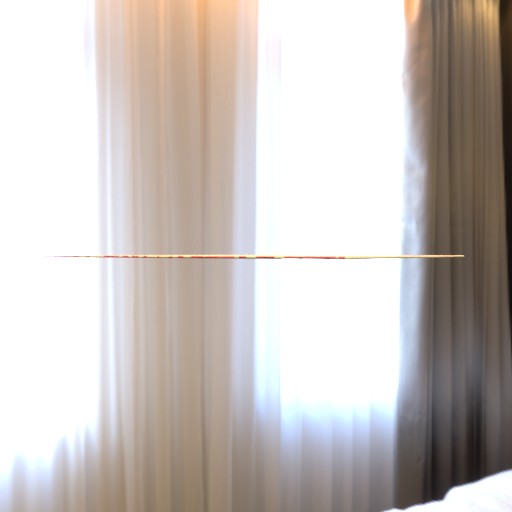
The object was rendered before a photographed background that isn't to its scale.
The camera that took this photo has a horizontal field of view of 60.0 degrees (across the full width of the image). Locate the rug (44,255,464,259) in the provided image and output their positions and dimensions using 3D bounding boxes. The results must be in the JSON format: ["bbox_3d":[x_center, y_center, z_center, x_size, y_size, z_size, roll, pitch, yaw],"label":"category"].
[{"bbox_3d":[0.000,0.000,4.118,3.095,0.016,2.441,0,0,38],"label":"rug"}]
